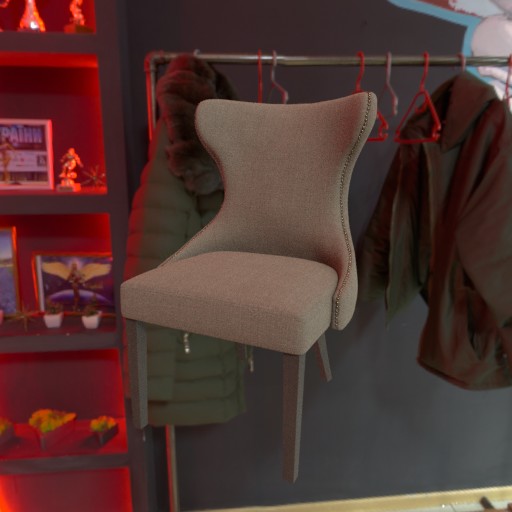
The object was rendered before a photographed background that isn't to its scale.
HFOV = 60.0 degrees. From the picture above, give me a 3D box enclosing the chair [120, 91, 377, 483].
[{"bbox_3d":[0.000,0.000,1.357,0.628,0.967,0.635,7,15,26],"label":"chair"}]
